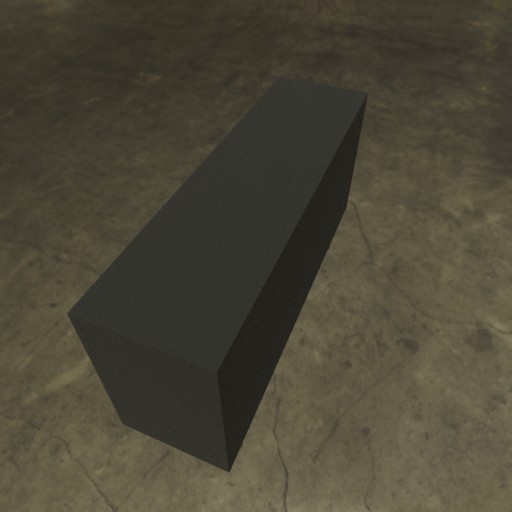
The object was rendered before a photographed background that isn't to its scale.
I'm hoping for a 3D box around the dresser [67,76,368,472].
[{"bbox_3d":[0.000,0.000,1.918,0.463,0.872,1.558,17,48,16],"label":"dresser"}]
